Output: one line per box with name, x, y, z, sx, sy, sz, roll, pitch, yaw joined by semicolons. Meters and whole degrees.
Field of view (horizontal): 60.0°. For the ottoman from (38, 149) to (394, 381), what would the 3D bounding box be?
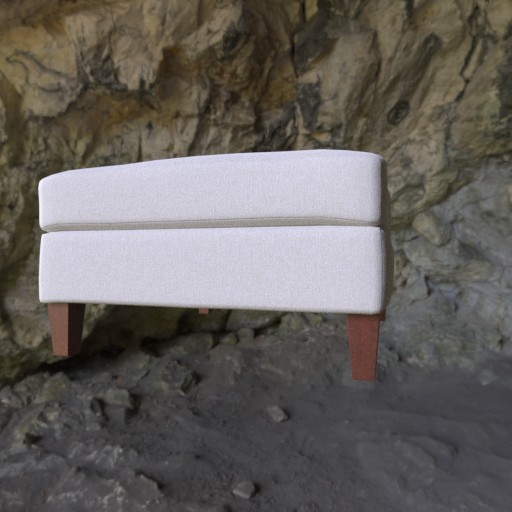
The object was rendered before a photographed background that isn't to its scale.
ottoman;0.000;0.000;1.407;0.836;0.492;0.976;0;0;17
